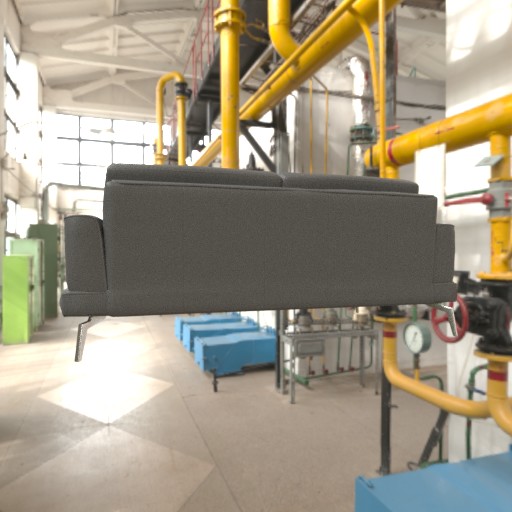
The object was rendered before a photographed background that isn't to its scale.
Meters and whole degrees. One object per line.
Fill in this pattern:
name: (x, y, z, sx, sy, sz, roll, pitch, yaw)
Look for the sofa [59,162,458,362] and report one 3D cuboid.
sofa: (0.000, 0.000, 2.756, 2.177, 0.930, 1.121, 0, 0, -17)
